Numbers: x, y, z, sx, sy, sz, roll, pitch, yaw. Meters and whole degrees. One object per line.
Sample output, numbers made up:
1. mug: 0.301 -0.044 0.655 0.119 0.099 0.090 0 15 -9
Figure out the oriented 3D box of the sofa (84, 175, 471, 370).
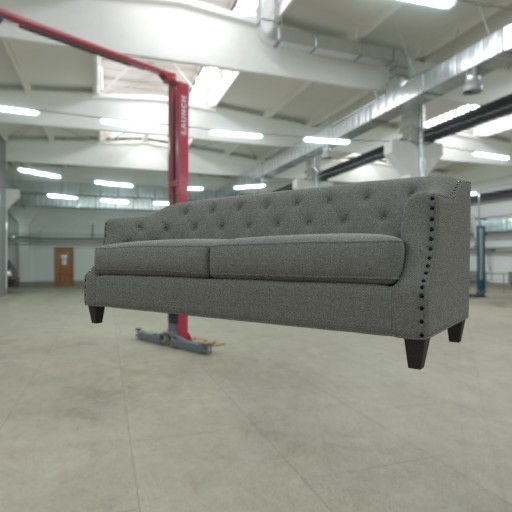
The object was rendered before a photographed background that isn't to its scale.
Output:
1. sofa: 0.000 0.000 2.687 2.235 0.901 0.914 0 -1 36
